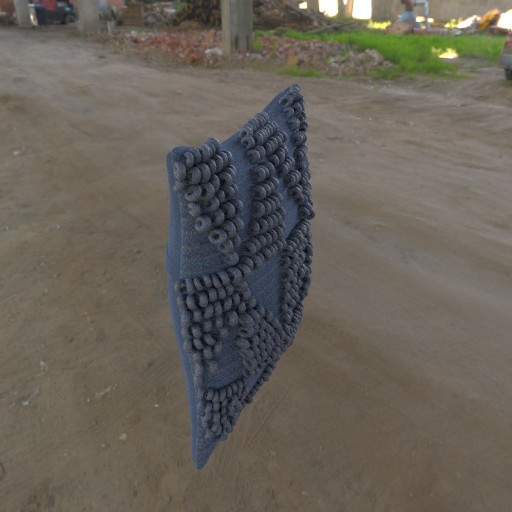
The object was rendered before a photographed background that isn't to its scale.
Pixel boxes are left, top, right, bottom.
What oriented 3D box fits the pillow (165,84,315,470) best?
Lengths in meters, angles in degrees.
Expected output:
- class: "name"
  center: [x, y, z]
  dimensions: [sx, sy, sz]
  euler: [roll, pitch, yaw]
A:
- class: "pillow"
  center: [0.000, 0.000, 0.715]
  dimensions: [0.172, 0.466, 0.469]
  euler: [9, 31, 16]
